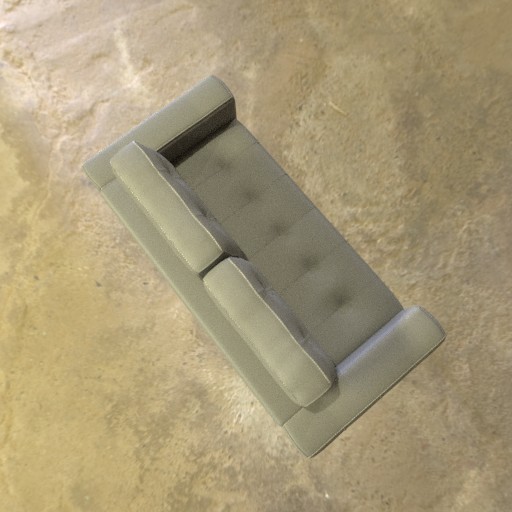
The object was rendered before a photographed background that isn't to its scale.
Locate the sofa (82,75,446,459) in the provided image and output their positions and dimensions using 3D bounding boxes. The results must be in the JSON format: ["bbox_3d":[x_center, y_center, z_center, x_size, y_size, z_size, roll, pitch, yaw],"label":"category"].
[{"bbox_3d":[0.000,0.000,2.211,0.833,0.893,1.726,-38,79,-8],"label":"sofa"}]
